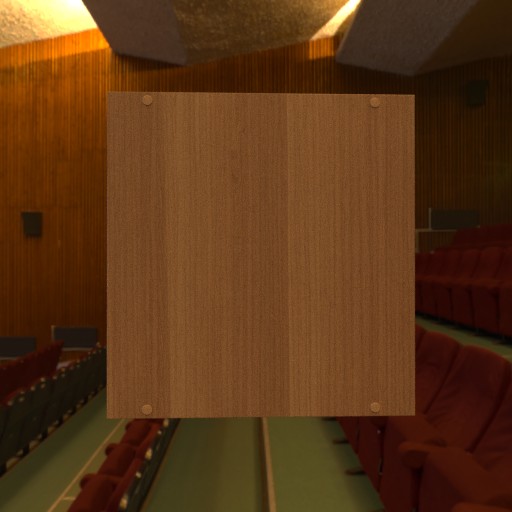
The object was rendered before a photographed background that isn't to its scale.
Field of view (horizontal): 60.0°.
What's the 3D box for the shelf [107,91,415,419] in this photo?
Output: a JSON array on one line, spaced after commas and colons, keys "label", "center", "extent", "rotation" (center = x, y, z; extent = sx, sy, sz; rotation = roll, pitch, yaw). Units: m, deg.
[{"label": "shelf", "center": [0.000, 0.000, 0.624], "extent": [0.290, 0.305, 0.415], "rotation": [0, 0, -2]}]
